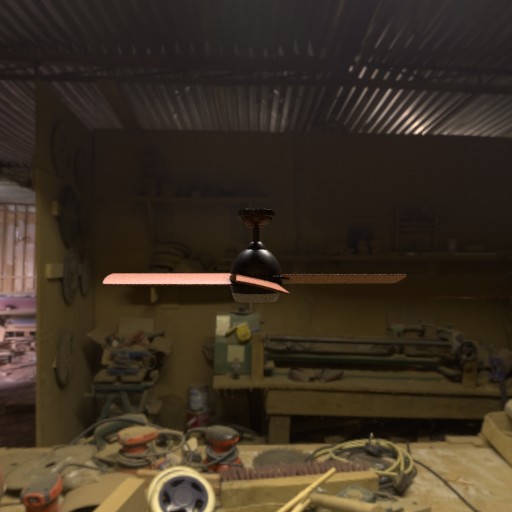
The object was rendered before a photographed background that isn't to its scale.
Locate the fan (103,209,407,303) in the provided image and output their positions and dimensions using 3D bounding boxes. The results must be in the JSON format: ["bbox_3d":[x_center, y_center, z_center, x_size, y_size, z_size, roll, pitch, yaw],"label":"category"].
[{"bbox_3d":[0.000,0.000,1.989,1.332,0.403,1.332,0,-1,-2],"label":"fan"}]
